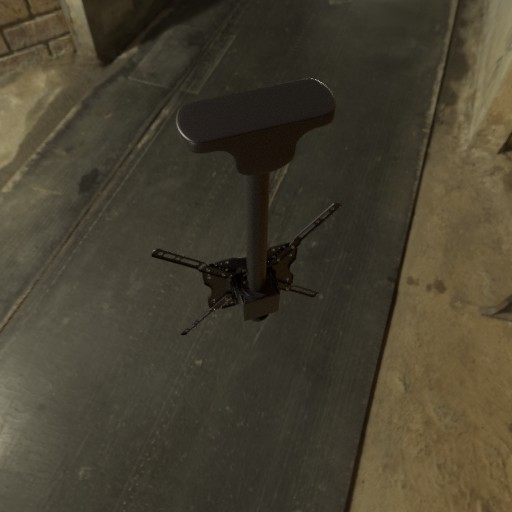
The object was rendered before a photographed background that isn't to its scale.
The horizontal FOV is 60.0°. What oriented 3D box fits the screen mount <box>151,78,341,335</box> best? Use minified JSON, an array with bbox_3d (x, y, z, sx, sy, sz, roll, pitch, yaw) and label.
[{"bbox_3d":[0.000,0.000,0.885,0.393,0.729,0.090,-15,59,-9],"label":"screen mount"}]
